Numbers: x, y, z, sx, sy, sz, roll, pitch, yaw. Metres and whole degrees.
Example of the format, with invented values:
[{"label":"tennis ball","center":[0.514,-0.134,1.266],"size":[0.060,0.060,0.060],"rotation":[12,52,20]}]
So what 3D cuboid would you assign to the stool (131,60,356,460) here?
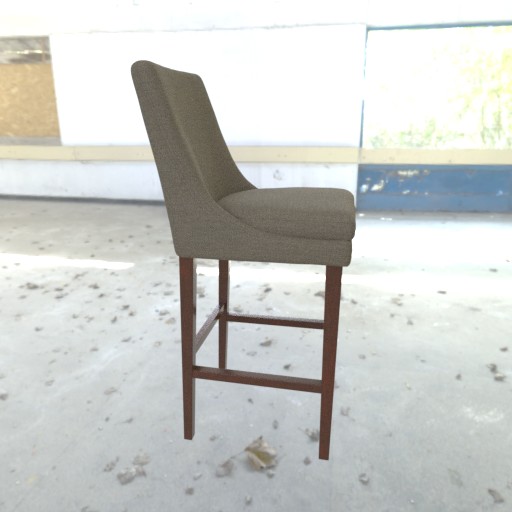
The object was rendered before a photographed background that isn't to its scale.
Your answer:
[{"label":"stool","center":[0.000,0.000,1.361],"size":[0.577,1.078,0.470],"rotation":[3,18,11]}]
